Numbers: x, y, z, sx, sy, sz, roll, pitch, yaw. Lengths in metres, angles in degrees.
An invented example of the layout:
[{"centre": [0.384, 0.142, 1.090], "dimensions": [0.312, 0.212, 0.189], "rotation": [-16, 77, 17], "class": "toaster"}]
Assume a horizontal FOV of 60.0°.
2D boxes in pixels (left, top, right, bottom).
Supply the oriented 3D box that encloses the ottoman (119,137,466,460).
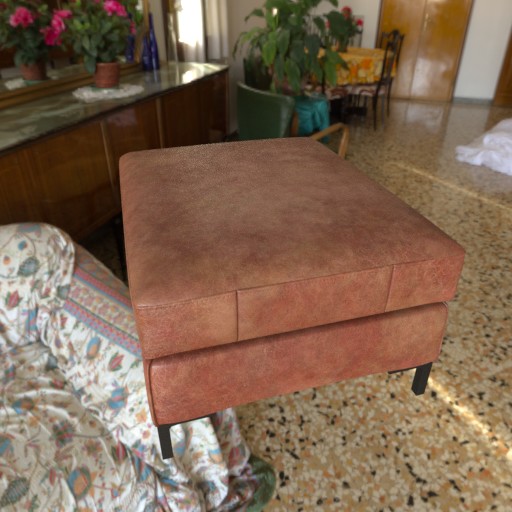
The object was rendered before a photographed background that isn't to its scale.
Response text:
[{"centre": [0.000, 0.000, 1.781], "dimensions": [0.965, 0.667, 1.186], "rotation": [-9, 32, -14], "class": "ottoman"}]
